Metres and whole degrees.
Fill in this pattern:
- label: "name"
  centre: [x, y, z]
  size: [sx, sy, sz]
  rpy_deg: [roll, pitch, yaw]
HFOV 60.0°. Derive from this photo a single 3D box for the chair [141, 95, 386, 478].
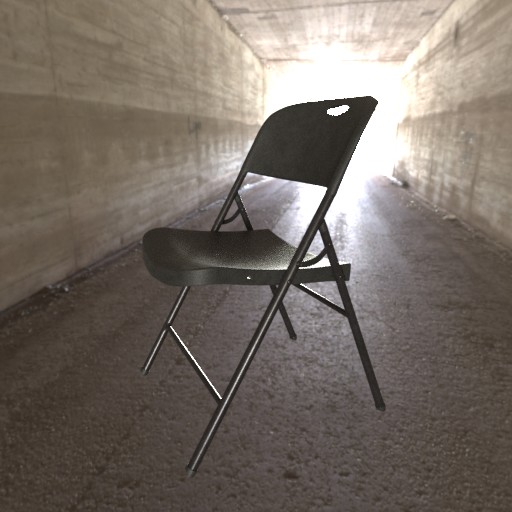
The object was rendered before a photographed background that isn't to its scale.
- label: "chair"
  centre: [0.000, 0.000, 1.177]
  size: [0.566, 0.810, 0.494]
  rpy_deg: [-8, 18, -25]
